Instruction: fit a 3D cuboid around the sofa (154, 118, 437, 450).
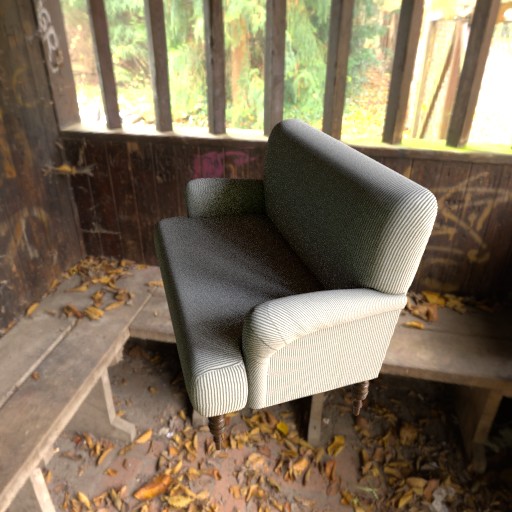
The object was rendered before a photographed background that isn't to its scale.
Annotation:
[{"bbox_3d":[0.000,0.000,1.879,0.779,0.889,1.297,-8,30,-15],"label":"sofa"}]
